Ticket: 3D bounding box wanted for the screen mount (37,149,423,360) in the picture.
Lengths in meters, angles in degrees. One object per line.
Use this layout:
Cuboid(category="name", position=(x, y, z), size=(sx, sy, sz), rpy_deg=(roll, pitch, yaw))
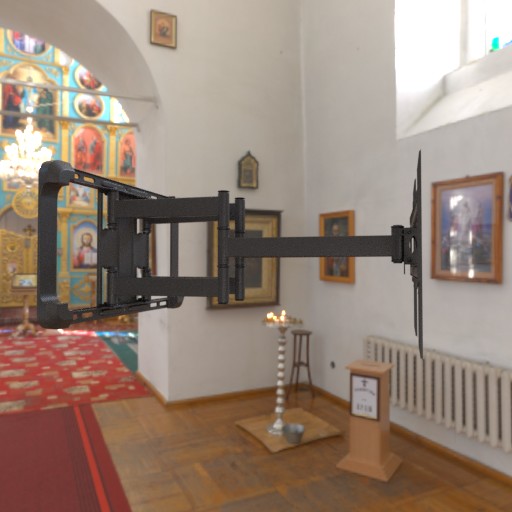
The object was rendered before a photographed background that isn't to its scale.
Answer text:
Cuboid(category="screen mount", position=(0.000, 0.000, 1.303), size=(0.905, 0.483, 0.725), rpy_deg=(0, -2, 18))
